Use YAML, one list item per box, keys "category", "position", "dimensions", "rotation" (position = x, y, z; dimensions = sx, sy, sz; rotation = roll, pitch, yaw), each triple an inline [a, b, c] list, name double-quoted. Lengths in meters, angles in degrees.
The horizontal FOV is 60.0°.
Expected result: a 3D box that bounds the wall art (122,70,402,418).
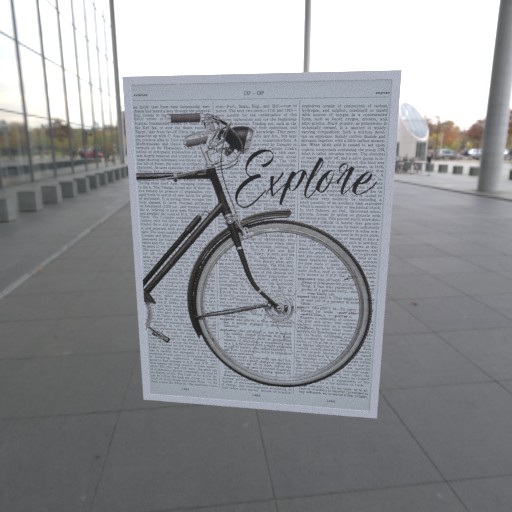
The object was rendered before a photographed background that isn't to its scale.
- category: "wall art"
  position: [0.000, 0.000, 0.791]
  dimensions: [0.457, 0.610, 0.003]
  rotation: [2, 14, 8]
